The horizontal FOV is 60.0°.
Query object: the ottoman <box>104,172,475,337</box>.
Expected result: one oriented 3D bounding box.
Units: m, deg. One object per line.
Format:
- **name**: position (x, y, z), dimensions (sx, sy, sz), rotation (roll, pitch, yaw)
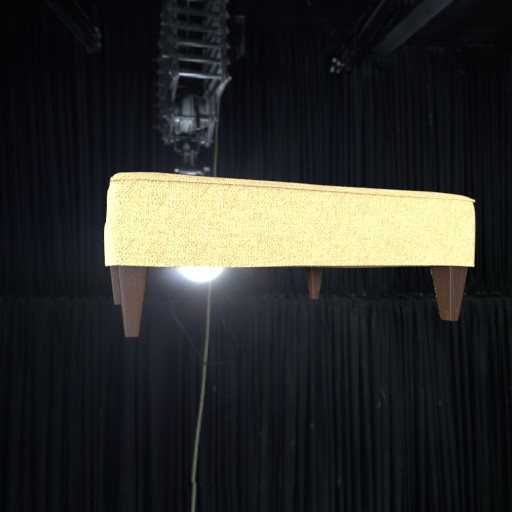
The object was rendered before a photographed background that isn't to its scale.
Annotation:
- **ottoman**: position (0.000, 0.000, 1.524), dimensions (0.981, 0.378, 0.970), rotation (0, -1, -19)
